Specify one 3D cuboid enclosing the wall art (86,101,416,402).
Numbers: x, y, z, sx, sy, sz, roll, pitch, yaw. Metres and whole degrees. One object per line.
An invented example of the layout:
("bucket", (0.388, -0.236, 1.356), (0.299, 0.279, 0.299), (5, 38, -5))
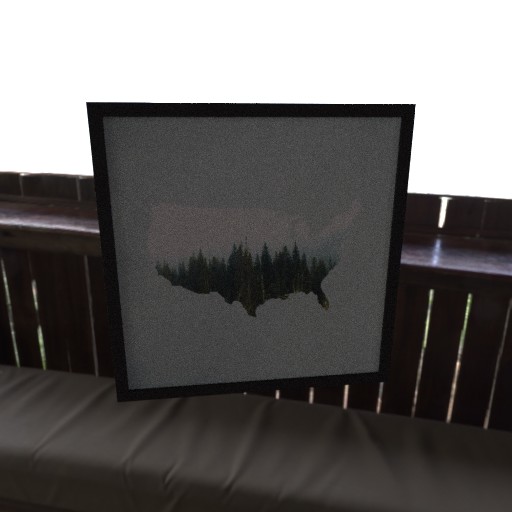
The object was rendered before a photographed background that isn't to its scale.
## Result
("wall art", (0.000, 0.000, 0.467), (0.304, 0.304, 0.038), (-2, 17, -7))
